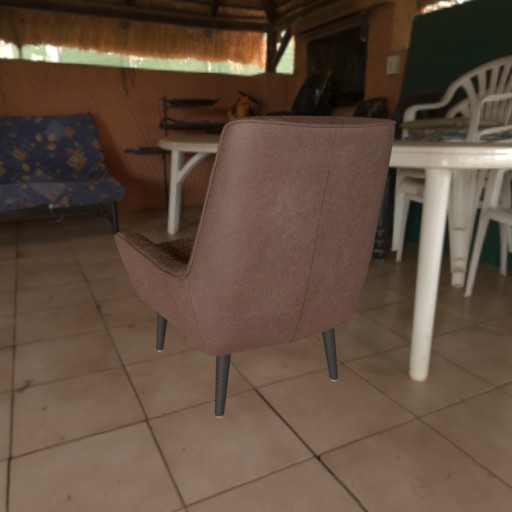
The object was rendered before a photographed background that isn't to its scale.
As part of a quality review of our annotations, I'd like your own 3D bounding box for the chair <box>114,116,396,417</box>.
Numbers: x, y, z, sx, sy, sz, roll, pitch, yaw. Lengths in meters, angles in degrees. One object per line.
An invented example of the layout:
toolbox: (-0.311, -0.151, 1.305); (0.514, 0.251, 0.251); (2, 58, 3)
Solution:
chair: (0.000, 0.000, 1.505); (0.787, 0.888, 0.824); (-8, 18, -27)
